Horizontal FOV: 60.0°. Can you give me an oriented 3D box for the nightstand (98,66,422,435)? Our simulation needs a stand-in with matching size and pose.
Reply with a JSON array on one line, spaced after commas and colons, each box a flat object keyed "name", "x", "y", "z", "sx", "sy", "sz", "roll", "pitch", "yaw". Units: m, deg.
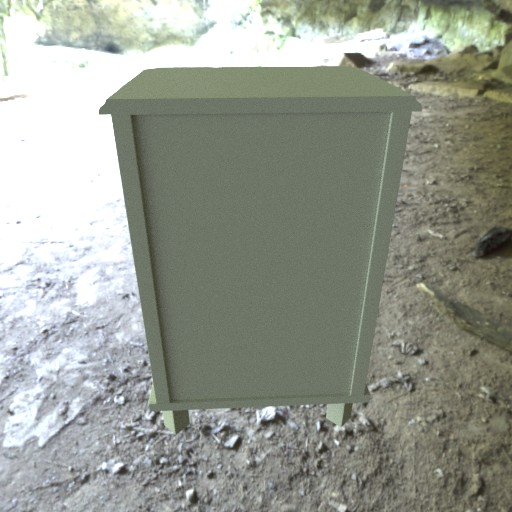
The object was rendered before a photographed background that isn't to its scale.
[{"name": "nightstand", "x": 0.000, "y": 0.000, "z": 0.906, "sx": 0.435, "sy": 0.681, "sz": 0.351, "roll": -2, "pitch": 30, "yaw": -3}]
